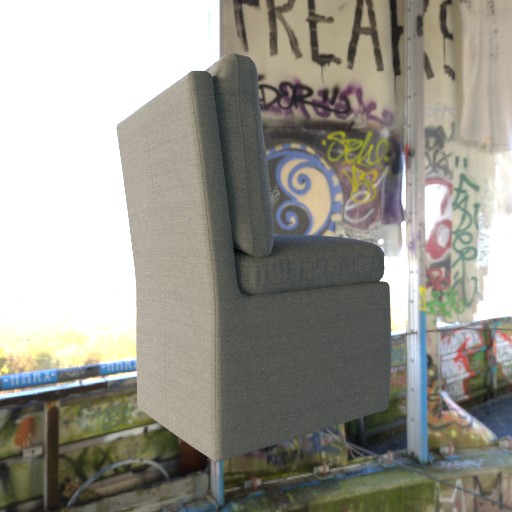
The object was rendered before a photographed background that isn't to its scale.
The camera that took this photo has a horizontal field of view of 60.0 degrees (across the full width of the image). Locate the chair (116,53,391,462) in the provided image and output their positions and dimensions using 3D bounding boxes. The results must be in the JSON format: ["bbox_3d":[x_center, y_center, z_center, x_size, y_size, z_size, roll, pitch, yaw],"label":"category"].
[{"bbox_3d":[0.000,0.000,1.326,0.698,0.927,0.503,0,-1,-36],"label":"chair"}]
